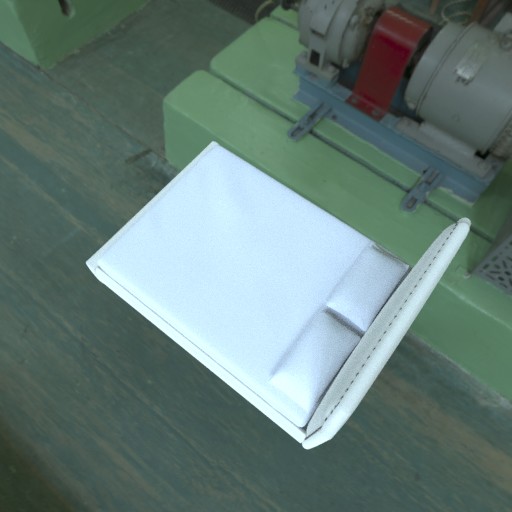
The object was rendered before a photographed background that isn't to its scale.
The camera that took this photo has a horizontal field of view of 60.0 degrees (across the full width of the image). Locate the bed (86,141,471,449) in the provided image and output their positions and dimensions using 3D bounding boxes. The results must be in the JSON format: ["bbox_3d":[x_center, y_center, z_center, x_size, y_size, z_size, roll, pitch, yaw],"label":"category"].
[{"bbox_3d":[0.000,0.000,3.484,2.372,1.443,1.712,35,69,16],"label":"bed"}]
